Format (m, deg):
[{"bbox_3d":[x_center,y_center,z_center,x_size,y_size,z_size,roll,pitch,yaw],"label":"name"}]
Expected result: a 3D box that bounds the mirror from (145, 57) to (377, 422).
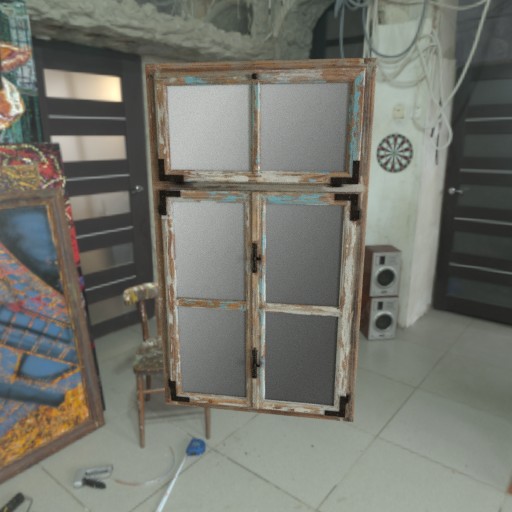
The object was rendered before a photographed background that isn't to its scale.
[{"bbox_3d":[0.000,0.000,1.486,0.707,1.213,0.083,2,15,9],"label":"mirror"}]
